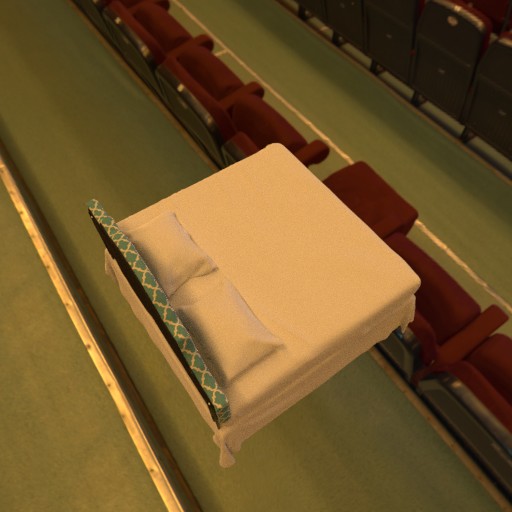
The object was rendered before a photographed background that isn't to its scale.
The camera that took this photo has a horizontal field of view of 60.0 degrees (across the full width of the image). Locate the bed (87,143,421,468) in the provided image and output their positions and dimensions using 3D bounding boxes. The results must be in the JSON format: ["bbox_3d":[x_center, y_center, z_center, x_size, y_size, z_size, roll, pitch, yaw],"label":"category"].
[{"bbox_3d":[0.000,0.000,3.766,2.222,1.601,2.314,-30,62,-18],"label":"bed"}]
